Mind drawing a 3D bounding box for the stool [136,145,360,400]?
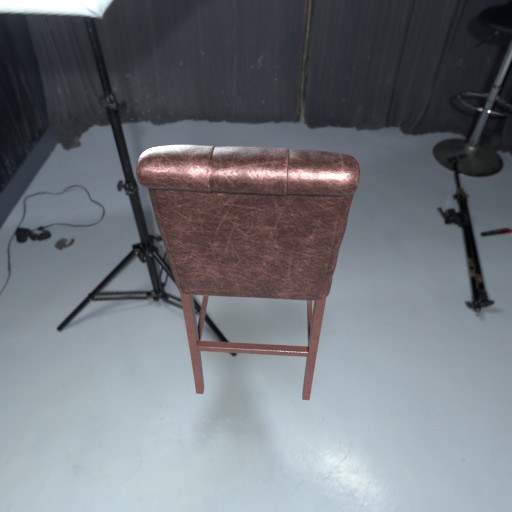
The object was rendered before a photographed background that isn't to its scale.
[{"bbox_3d":[0.000,0.000,1.517,0.483,1.168,0.659,3,46,2],"label":"stool"}]
